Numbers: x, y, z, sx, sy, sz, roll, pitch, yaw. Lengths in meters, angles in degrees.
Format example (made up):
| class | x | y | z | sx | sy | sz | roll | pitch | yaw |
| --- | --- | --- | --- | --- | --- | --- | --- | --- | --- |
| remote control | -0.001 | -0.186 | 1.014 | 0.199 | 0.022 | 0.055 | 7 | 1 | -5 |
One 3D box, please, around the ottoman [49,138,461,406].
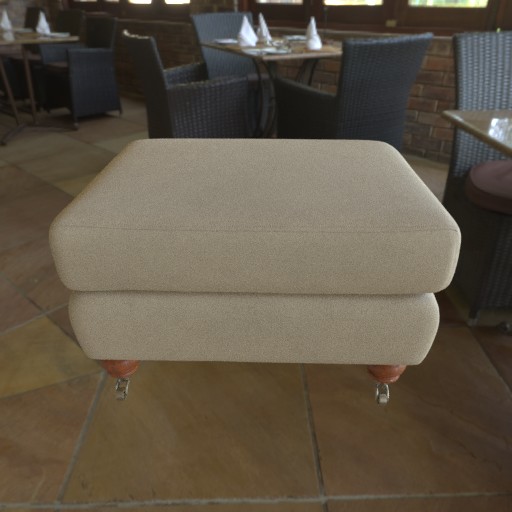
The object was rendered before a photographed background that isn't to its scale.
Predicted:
| class | x | y | z | sx | sy | sz | roll | pitch | yaw |
| --- | --- | --- | --- | --- | --- | --- | --- | --- | --- |
| ottoman | 0.000 | 0.000 | 1.122 | 0.773 | 0.504 | 0.569 | 1 | 30 | 1 |
